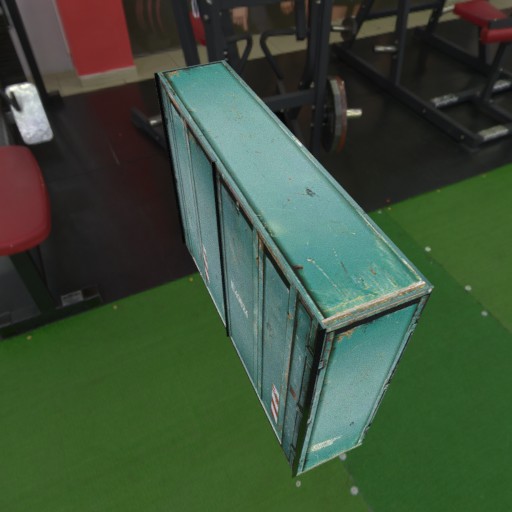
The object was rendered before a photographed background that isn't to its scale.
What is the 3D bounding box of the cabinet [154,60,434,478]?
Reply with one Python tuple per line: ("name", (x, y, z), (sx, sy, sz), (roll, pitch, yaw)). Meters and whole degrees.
("cabinet", (0.000, 0.000, 3.913), (0.680, 2.160, 3.001), (-18, 49, -16))
